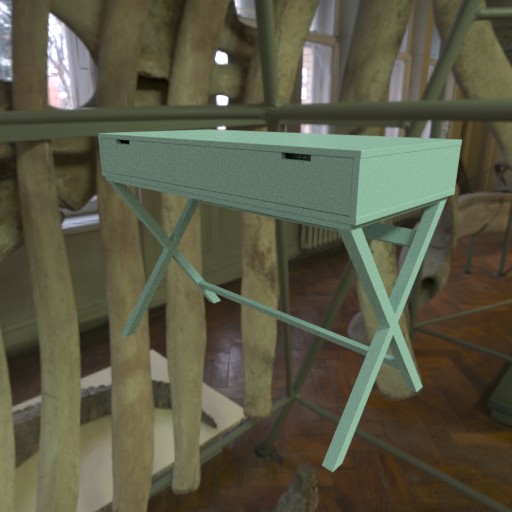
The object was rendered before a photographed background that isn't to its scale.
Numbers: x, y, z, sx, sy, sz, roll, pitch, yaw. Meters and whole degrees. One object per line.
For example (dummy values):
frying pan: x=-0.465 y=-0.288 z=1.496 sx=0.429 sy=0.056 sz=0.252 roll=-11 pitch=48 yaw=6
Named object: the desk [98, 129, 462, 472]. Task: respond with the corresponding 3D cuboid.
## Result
desk: x=0.000 y=0.000 z=1.492 sx=1.059 sy=0.780 sz=0.509 roll=17 pitch=24 yaw=42
